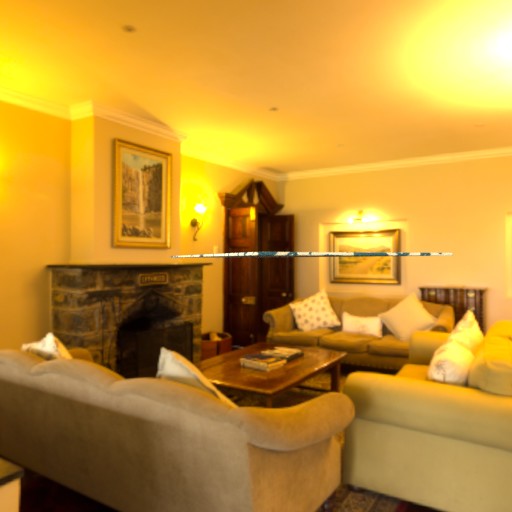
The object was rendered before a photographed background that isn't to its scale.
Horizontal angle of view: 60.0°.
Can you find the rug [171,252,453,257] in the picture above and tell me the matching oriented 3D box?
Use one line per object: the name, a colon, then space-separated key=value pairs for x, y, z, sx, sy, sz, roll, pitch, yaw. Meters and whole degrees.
rug: x=0.000 y=0.000 z=2.657 sx=0.750 sy=0.011 sz=2.435 roll=0 pitch=0 yaw=-17
